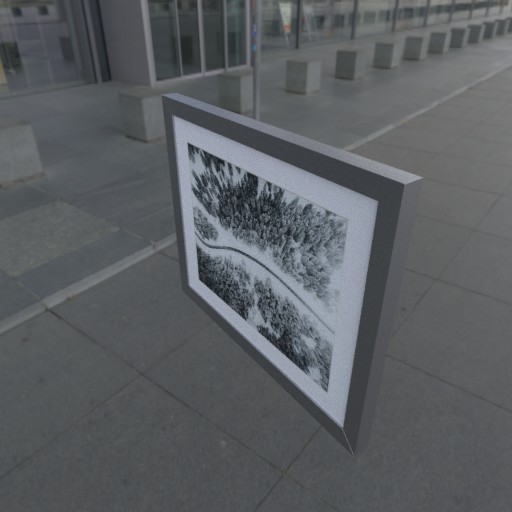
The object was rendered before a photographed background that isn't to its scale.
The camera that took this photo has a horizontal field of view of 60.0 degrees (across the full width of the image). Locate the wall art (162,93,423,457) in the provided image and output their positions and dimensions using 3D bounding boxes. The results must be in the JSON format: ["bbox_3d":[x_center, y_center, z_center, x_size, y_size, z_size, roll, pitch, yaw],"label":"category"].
[{"bbox_3d":[0.000,0.000,0.776,0.032,0.456,0.557,-21,37,-31],"label":"wall art"}]
